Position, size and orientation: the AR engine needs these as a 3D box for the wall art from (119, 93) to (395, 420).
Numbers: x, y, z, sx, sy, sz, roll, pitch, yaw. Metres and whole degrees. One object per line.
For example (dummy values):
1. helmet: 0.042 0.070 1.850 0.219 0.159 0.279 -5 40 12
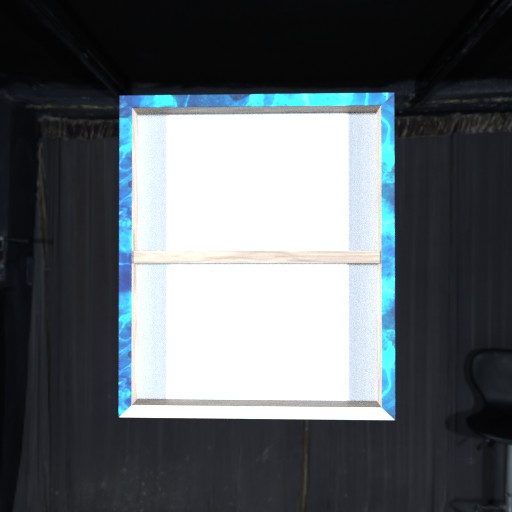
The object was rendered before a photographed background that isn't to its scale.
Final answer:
1. wall art: 0.000 0.000 0.713 0.432 0.508 0.038 0 -1 2
